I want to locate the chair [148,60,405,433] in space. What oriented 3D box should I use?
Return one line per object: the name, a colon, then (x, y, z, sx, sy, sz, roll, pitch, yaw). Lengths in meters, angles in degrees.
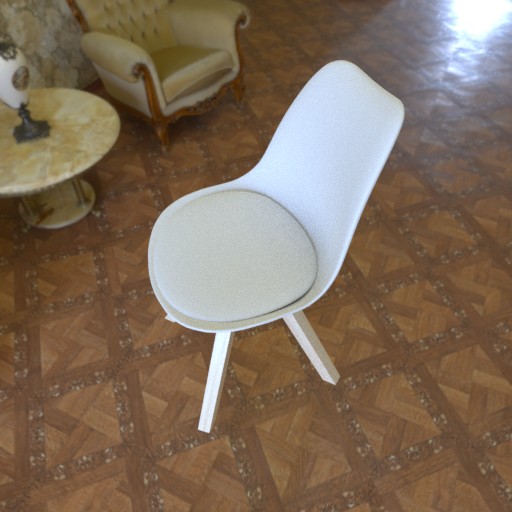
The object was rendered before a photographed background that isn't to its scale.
chair: (0.000, 0.000, 1.159, 0.550, 0.850, 0.485, -16, 49, -14)
